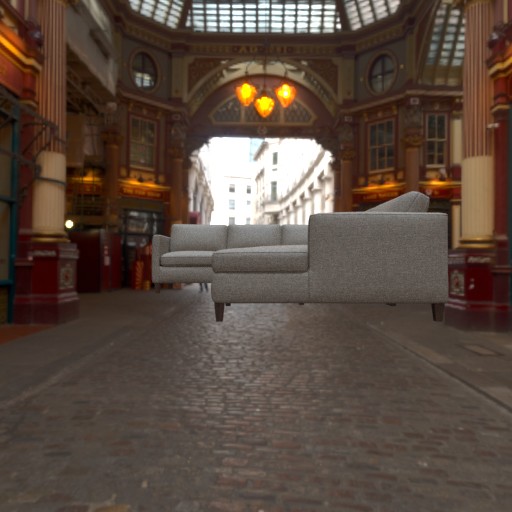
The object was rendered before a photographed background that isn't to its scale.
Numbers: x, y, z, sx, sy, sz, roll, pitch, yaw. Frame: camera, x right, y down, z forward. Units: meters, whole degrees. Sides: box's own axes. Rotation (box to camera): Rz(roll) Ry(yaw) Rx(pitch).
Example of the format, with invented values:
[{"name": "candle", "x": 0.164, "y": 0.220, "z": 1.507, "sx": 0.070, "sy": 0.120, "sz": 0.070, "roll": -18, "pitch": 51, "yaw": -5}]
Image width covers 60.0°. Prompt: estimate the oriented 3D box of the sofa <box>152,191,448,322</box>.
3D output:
[{"name": "sofa", "x": 0.000, "y": 0.000, "z": 4.555, "sx": 2.551, "sy": 0.889, "sz": 3.403, "roll": 0, "pitch": 0, "yaw": 0}]
